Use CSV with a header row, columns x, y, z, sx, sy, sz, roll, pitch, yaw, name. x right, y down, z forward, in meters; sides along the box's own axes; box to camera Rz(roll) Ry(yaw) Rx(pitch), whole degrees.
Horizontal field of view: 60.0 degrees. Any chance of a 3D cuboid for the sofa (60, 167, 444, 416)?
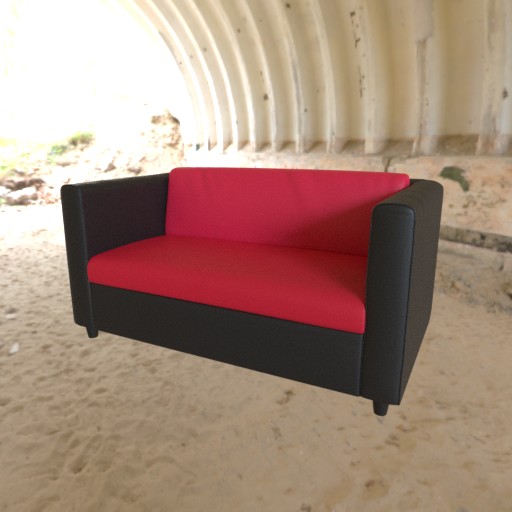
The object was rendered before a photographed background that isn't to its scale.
x,y,z,sx,sy,sz,roll,pitch,yaw,name
0.000,0.000,1.944,1.410,0.735,0.845,7,16,26,sofa
